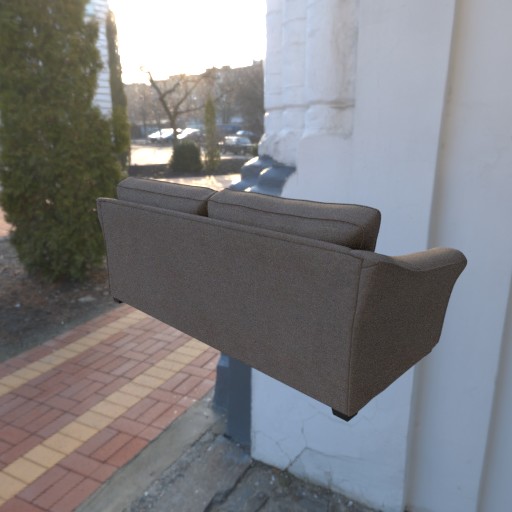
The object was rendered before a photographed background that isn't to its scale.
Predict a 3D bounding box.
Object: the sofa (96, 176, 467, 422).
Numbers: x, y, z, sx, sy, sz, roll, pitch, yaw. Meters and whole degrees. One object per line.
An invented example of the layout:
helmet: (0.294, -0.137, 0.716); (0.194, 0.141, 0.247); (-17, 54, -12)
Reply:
sofa: (0.000, 0.000, 2.780); (2.270, 0.906, 0.986); (15, 21, 43)
